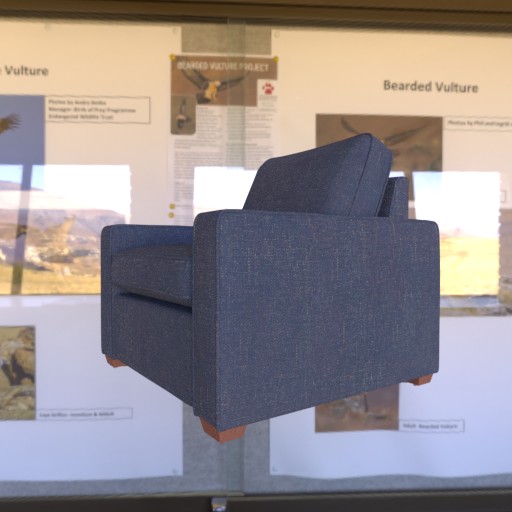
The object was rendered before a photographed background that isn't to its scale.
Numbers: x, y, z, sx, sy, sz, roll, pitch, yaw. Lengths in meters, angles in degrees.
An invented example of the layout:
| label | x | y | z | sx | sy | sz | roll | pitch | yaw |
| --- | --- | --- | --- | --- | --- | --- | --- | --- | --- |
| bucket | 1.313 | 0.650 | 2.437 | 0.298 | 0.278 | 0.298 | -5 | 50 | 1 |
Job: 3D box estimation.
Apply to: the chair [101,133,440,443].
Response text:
| label | x | y | z | sx | sy | sz | roll | pitch | yaw |
| --- | --- | --- | --- | --- | --- | --- | --- | --- | --- |
| chair | 0.000 | 0.000 | 1.723 | 0.940 | 0.919 | 1.017 | -1 | 1 | -35 |
